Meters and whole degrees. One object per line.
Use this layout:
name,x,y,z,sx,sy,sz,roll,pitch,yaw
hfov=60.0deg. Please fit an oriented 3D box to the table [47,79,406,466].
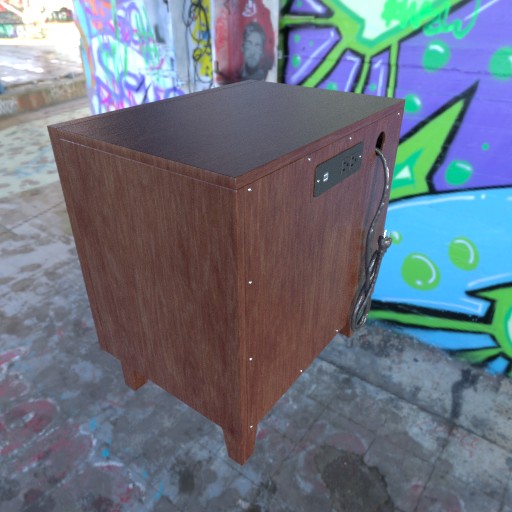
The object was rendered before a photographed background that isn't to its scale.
table,0.000,0.000,0.966,0.449,0.609,0.557,21,37,31
